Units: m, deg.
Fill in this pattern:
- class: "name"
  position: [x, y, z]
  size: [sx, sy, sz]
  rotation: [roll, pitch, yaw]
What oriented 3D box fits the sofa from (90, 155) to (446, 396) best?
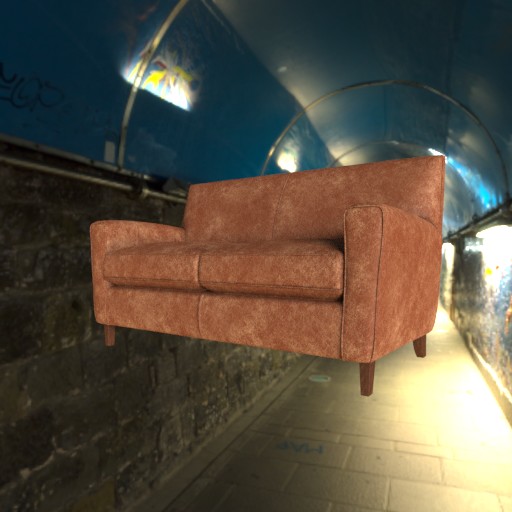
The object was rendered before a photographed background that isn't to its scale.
- class: "sofa"
  position: [0.000, 0.000, 2.034]
  size: [1.473, 0.871, 0.787]
  rotation: [0, 0, 35]
